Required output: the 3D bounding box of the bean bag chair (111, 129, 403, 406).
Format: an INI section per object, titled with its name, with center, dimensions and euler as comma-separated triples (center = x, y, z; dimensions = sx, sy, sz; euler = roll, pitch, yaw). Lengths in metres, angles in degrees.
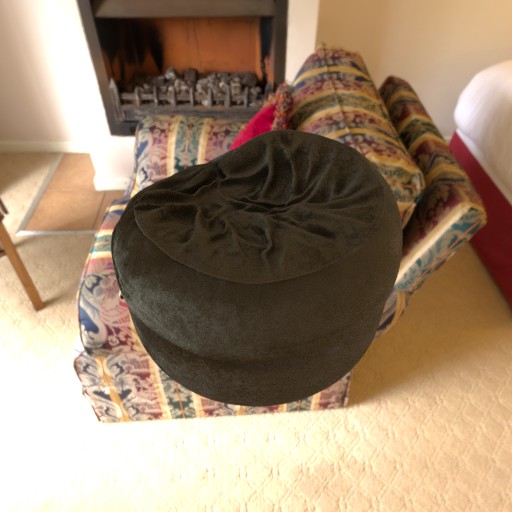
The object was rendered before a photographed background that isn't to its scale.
[bean bag chair]
center = 0.000, 0.000, 1.520
dimensions = 0.918, 0.605, 0.918
euler = 0, 45, 0
